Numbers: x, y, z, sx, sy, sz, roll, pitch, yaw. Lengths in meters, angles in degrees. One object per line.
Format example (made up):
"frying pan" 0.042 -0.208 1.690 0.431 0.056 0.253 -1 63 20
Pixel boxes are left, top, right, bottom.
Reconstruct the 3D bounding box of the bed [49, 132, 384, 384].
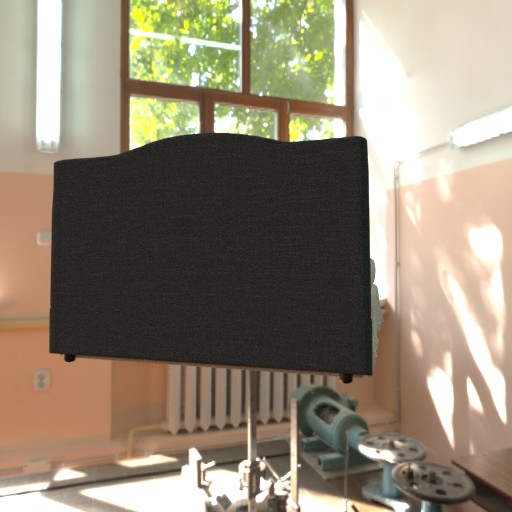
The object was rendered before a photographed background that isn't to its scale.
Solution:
"bed" 0.000 0.000 3.957 2.161 1.457 2.689 0 -1 17
